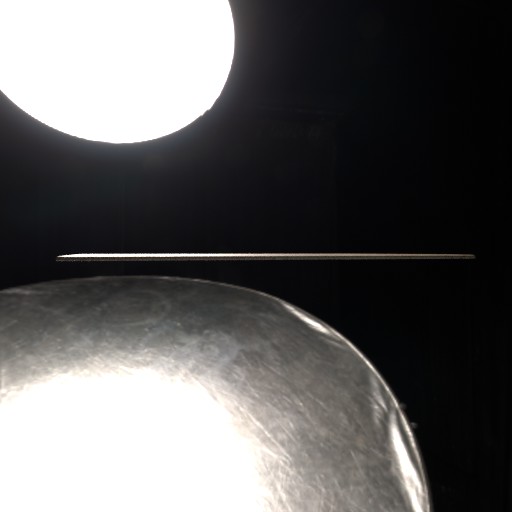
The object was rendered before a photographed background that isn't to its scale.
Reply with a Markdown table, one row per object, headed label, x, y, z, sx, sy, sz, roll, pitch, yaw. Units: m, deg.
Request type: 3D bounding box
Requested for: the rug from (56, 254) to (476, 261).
| label | x | y | z | sx | sy | sz | roll | pitch | yaw |
| --- | --- | --- | --- | --- | --- | --- | --- | --- | --- |
| rug | 0.000 | 0.000 | 3.146 | 2.469 | 0.024 | 1.539 | 0 | 1 | -19 |
